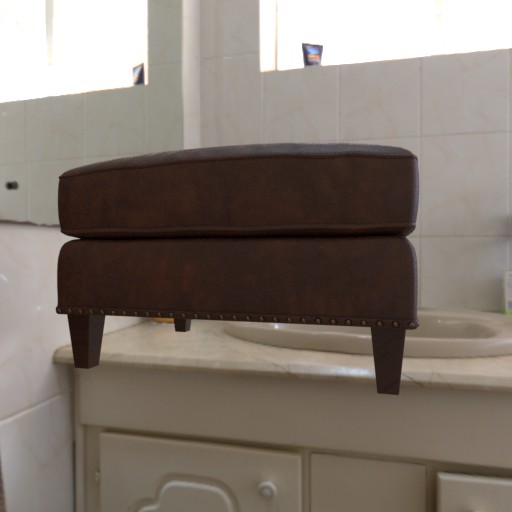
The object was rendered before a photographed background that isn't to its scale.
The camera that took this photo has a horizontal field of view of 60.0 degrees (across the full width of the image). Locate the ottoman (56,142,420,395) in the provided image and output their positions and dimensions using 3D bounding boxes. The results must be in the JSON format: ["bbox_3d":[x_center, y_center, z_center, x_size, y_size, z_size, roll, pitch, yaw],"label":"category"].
[{"bbox_3d":[0.000,0.000,1.114,0.742,0.486,0.586,0,0,16],"label":"ottoman"}]
